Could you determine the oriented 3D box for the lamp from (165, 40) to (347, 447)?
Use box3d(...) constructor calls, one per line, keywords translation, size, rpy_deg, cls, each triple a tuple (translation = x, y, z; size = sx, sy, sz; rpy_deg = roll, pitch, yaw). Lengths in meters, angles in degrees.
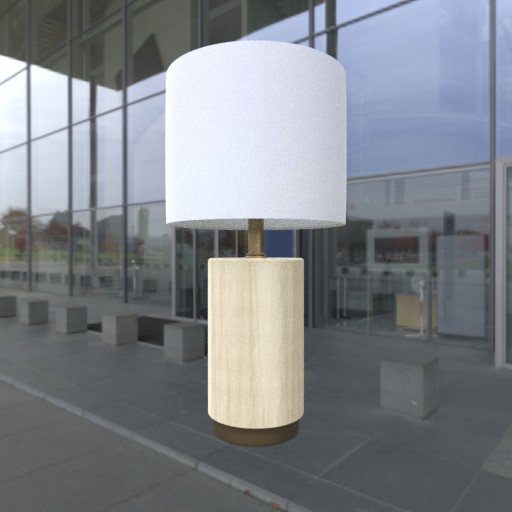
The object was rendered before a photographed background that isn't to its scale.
box3d(translation=(0.000, 0.000, 0.570), size=(0.228, 0.444, 0.228), rpy_deg=(0, 0, -35), cls="lamp")
